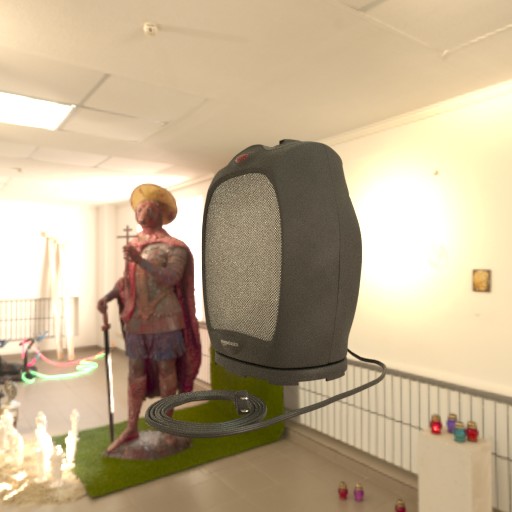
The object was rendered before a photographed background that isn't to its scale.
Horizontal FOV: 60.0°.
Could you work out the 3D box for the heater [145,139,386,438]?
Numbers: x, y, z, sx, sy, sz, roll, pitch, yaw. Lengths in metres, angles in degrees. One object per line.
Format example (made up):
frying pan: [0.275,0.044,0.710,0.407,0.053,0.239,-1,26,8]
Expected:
heater: [0.000,0.000,0.463,0.291,0.255,0.239,1,-1,-36]
